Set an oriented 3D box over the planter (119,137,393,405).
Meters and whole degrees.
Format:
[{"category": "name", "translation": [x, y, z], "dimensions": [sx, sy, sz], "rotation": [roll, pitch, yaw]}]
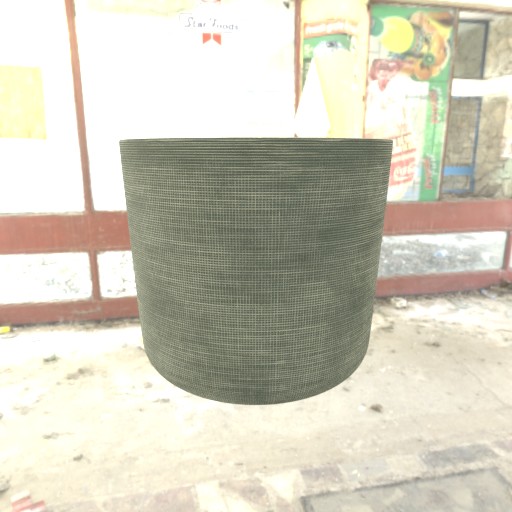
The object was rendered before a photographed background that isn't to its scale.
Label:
[{"category": "planter", "translation": [0.000, 0.000, 0.788], "dimensions": [0.440, 0.398, 0.440], "rotation": [0, 14, 0]}]
